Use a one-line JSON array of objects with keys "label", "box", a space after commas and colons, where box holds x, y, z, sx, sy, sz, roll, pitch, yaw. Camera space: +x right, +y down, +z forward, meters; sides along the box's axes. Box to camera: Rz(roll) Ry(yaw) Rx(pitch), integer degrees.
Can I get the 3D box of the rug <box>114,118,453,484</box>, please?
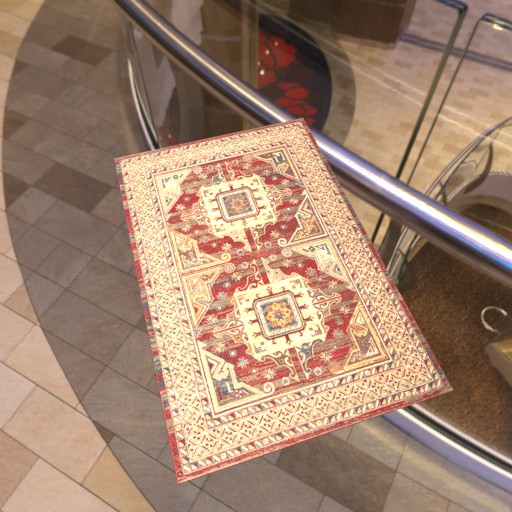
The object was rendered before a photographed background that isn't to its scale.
[{"label": "rug", "box": [0.000, 0.000, 5.727, 3.033, 0.033, 4.578, -15, 58, -9]}]
